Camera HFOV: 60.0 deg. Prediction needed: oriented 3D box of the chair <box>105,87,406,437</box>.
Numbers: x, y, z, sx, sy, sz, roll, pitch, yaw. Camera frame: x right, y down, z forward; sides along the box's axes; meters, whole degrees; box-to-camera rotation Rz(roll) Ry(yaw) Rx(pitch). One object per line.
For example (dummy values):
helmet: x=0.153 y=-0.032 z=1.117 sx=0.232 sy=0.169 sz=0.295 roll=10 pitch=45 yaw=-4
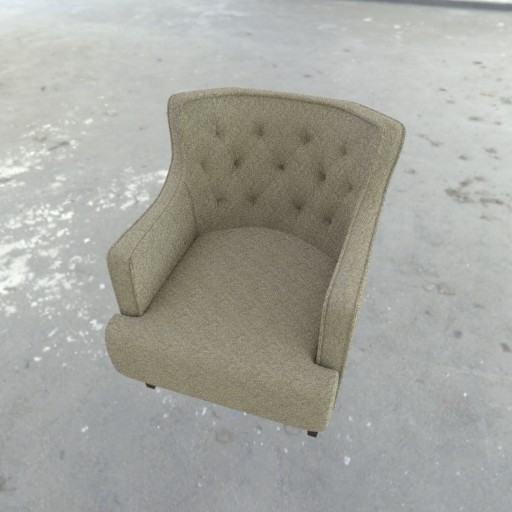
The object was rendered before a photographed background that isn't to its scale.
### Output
chair: x=0.000 y=0.000 z=1.642 sx=0.820 sy=0.920 sz=0.910 roll=12 pitch=43 yaw=13
